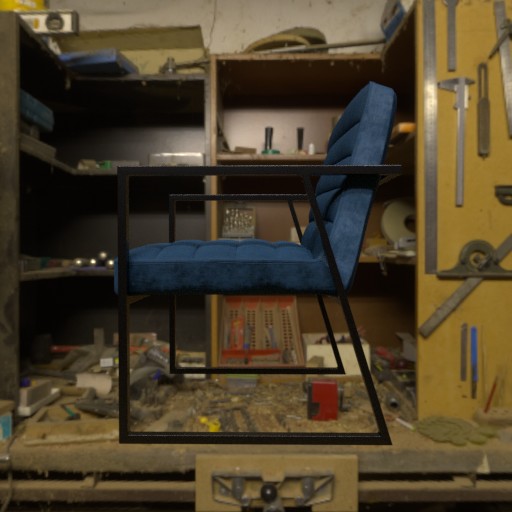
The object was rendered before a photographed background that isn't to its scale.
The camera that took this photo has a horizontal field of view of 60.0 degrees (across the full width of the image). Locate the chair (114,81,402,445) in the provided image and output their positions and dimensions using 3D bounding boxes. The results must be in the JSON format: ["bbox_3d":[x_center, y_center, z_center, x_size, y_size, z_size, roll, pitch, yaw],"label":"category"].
[{"bbox_3d":[0.000,0.000,1.268,0.677,0.833,0.571,0,1,1],"label":"chair"}]
